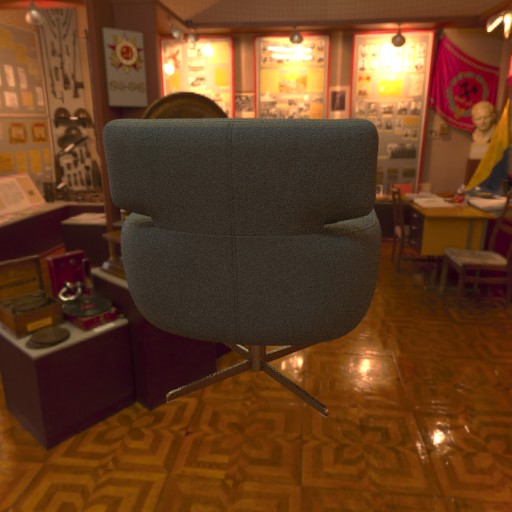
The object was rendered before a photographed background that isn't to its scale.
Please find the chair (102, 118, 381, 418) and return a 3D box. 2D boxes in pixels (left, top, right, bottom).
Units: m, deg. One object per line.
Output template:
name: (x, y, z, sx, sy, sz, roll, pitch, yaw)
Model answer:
chair: (0.000, 0.000, 1.380, 0.738, 0.813, 0.761, 2, 17, 8)
